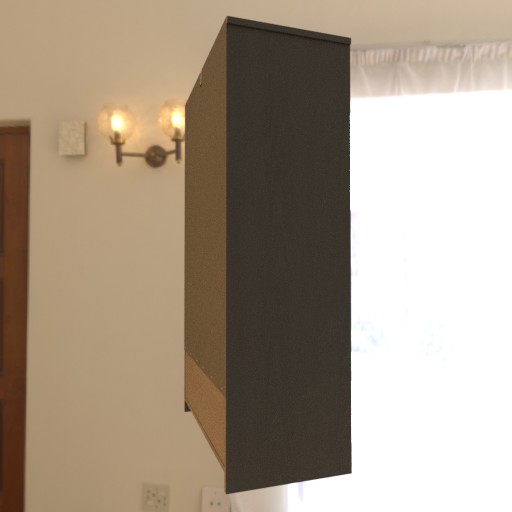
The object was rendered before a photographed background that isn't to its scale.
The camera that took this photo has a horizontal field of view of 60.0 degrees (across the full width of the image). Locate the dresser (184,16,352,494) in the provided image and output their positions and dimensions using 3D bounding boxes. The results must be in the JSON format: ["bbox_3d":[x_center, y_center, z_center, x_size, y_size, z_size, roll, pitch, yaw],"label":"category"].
[{"bbox_3d":[0.000,0.000,1.553,0.399,1.255,0.704,0,-1,-18],"label":"dresser"}]
